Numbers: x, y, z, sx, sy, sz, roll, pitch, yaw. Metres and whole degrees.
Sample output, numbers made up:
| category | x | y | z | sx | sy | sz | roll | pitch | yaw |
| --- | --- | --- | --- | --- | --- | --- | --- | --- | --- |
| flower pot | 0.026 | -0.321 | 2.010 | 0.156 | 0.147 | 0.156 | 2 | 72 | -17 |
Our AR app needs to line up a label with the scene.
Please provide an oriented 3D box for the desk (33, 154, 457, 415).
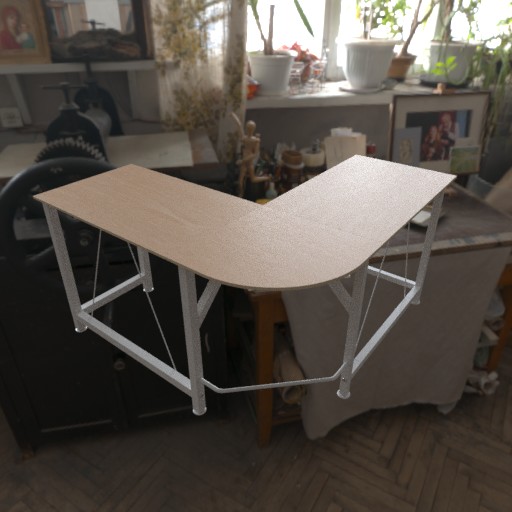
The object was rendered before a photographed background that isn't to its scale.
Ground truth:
| category | x | y | z | sx | sy | sz | roll | pitch | yaw |
| --- | --- | --- | --- | --- | --- | --- | --- | --- | --- |
| desk | 0.000 | 0.000 | 2.252 | 1.400 | 0.762 | 1.400 | 22 | 37 | 32 |
